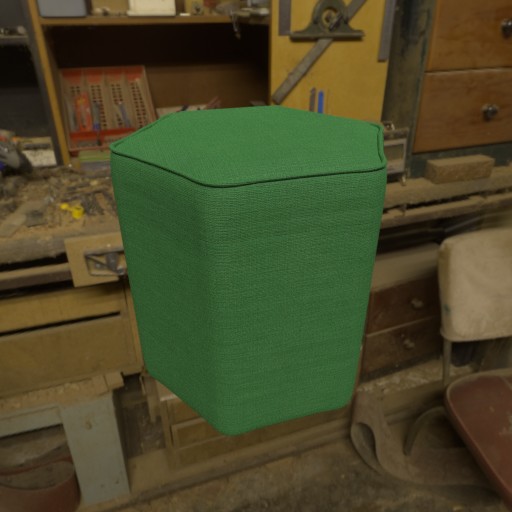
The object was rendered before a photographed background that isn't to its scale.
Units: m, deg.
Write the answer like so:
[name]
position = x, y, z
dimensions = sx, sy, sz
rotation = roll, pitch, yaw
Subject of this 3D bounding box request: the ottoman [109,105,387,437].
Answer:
[ottoman]
position = 0.000, 0.000, 0.888
dimensions = 0.499, 0.507, 0.444
rotation = -9, 31, -15
